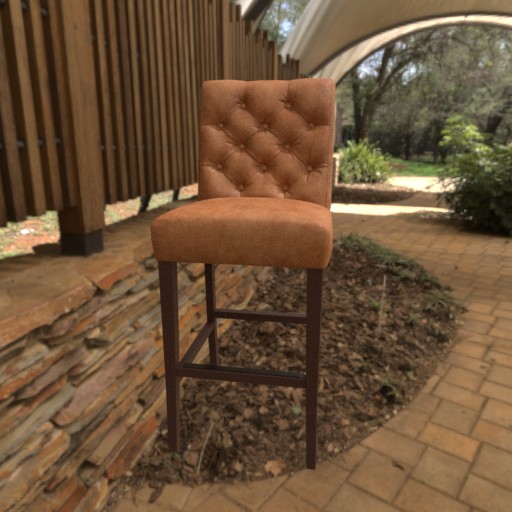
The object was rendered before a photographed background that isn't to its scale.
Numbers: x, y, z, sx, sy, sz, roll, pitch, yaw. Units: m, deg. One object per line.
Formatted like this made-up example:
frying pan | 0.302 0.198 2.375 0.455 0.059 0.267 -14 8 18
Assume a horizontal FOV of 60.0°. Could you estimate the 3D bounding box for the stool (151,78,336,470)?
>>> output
stool | 0.000 0.000 1.462 0.493 1.140 0.601 3 16 9
